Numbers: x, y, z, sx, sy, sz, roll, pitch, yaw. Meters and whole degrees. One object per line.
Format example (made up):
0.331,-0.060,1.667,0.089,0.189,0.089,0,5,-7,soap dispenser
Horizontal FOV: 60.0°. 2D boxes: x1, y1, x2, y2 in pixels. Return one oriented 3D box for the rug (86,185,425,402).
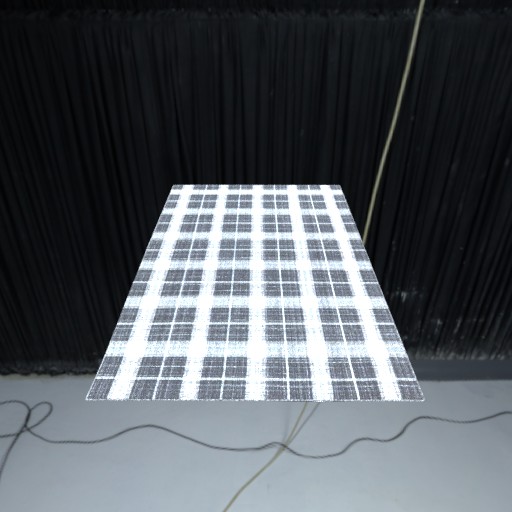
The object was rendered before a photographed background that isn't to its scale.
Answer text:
0.000,0.000,3.002,1.520,0.015,2.434,0,32,0,rug
